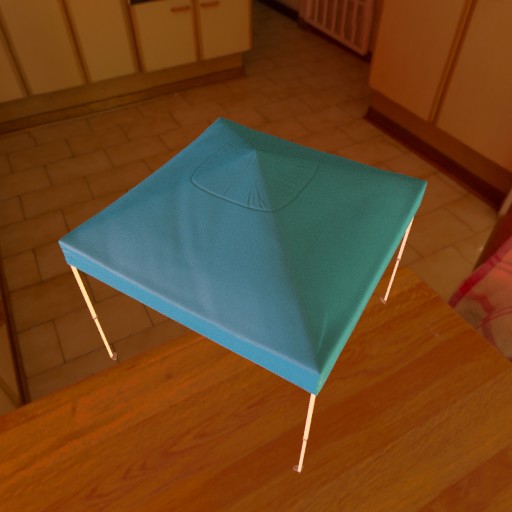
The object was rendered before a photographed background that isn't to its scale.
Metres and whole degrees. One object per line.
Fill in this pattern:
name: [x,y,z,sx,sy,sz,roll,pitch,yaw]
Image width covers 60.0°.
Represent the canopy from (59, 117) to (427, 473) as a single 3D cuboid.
canopy: [0.000,0.000,5.447,2.996,2.997,2.998,23,50,21]
